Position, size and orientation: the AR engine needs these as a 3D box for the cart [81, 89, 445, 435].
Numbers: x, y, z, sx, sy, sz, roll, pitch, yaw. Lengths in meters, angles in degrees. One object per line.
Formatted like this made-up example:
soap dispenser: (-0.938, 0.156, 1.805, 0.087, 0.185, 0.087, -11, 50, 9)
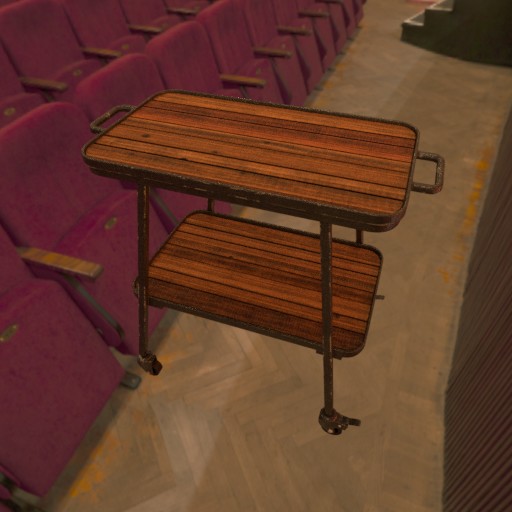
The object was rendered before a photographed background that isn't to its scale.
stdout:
cart: (0.000, 0.000, 1.223, 0.806, 0.700, 0.515, 13, 43, 15)
